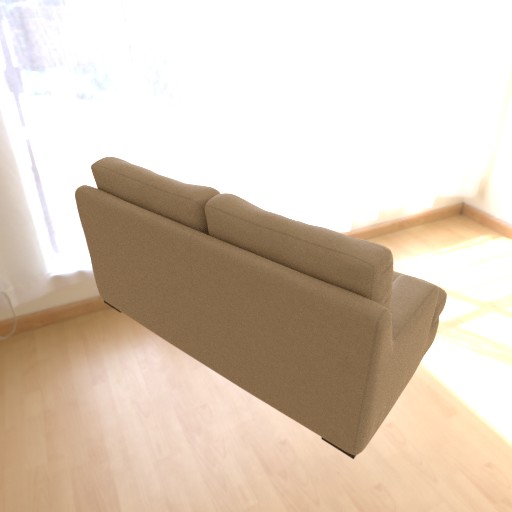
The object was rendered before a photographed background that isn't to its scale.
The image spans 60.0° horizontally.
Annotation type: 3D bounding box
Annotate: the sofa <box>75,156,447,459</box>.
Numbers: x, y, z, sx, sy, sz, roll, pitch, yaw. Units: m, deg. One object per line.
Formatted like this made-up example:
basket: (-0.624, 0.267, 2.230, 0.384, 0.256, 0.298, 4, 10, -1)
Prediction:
sofa: (0.000, 0.000, 2.458, 1.885, 0.967, 0.962, 22, 38, 32)
